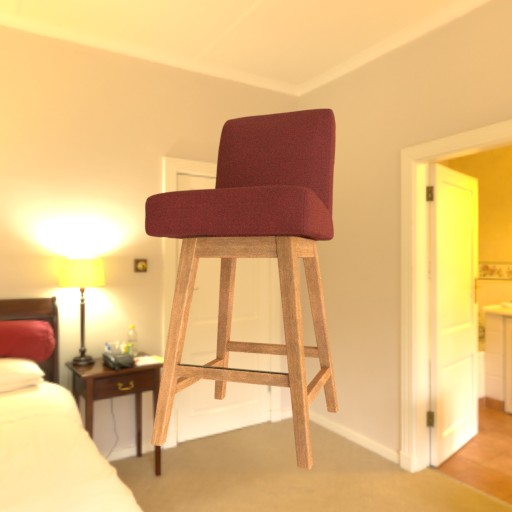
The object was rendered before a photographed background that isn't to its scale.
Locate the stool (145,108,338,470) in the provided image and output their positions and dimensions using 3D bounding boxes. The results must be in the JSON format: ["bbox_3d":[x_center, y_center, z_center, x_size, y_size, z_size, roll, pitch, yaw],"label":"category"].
[{"bbox_3d":[0.000,0.000,1.373,0.468,1.038,0.562,0,0,19],"label":"stool"}]
